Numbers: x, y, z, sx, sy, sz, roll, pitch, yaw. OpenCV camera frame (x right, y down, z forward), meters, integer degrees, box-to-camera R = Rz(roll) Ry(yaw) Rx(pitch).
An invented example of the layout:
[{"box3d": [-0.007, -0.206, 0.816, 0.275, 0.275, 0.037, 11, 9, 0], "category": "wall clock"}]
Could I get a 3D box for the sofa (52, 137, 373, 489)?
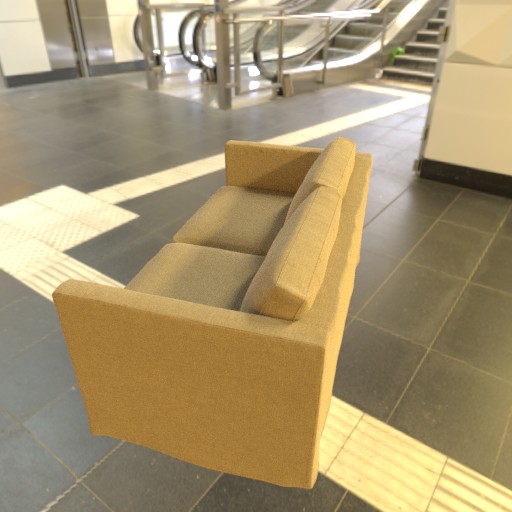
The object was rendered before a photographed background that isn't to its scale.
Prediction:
[{"box3d": [0.000, 0.000, 2.197, 0.956, 0.828, 1.766, 9, 33, 14], "category": "sofa"}]
